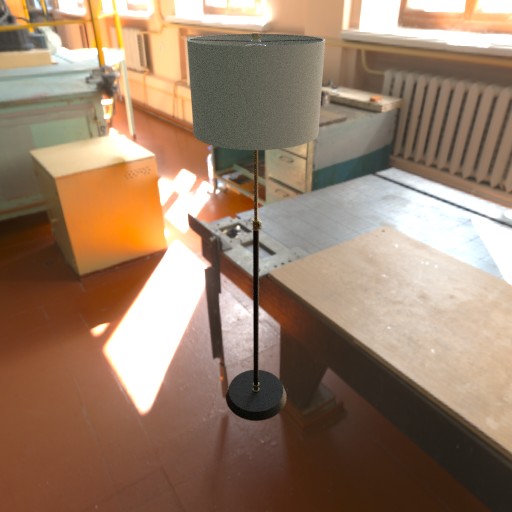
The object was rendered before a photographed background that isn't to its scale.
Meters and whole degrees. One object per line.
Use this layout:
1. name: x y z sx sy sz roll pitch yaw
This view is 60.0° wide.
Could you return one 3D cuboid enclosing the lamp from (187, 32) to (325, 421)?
1. lamp: 0.000 0.000 1.684 0.404 1.517 0.404 0 31 0
